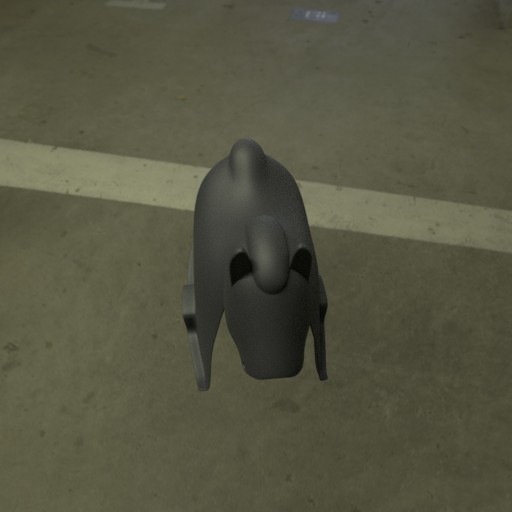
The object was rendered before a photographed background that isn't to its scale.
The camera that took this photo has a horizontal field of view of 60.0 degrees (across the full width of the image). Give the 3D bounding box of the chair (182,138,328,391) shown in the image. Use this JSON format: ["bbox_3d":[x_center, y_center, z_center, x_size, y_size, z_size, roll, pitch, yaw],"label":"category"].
[{"bbox_3d":[0.000,0.000,1.133,0.429,0.612,0.800,-4,47,-4],"label":"chair"}]
